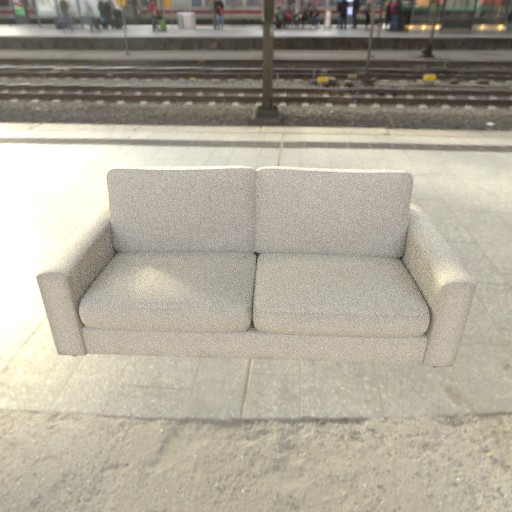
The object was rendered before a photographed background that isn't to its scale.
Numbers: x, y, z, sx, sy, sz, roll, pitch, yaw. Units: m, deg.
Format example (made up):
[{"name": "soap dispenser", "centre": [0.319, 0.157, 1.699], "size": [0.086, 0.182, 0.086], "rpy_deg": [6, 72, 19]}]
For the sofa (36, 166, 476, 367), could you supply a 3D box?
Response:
[{"name": "sofa", "centre": [0.000, 0.000, 2.631], "size": [2.179, 0.873, 1.016], "rpy_deg": [1, 29, 2]}]
